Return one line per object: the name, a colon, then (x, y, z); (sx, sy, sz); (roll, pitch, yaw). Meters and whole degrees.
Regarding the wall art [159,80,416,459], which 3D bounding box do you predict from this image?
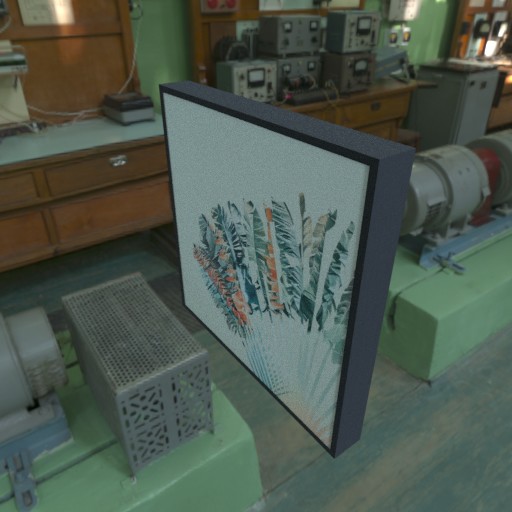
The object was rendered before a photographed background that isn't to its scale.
wall art: (0.000, 0.000, 0.463); (0.036, 0.300, 0.302); (-21, 37, -31)
